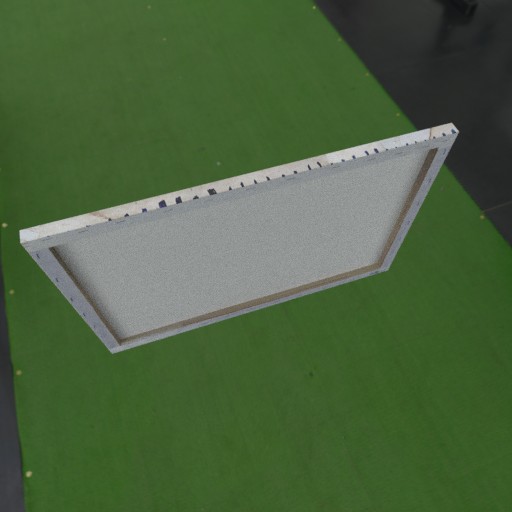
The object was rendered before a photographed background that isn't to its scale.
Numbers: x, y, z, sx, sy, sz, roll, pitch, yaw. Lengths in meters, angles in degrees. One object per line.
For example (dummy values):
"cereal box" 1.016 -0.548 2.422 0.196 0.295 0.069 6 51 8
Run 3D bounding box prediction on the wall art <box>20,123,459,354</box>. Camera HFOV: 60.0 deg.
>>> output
"wall art" 0.000 0.000 1.434 1.143 0.757 0.038 -16 60 -9
